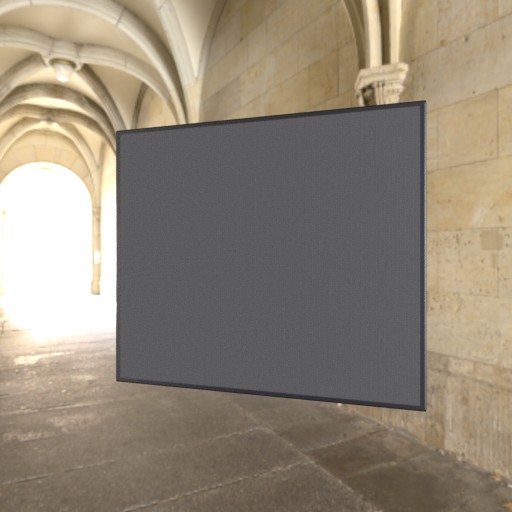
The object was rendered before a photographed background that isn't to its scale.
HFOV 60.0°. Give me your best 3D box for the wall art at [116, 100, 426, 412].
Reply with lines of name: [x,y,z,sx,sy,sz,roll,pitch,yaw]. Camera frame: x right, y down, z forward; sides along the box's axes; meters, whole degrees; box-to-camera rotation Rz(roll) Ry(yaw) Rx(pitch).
wall art: [0.000,0.000,0.727,0.521,0.450,0.018,0,0,17]
